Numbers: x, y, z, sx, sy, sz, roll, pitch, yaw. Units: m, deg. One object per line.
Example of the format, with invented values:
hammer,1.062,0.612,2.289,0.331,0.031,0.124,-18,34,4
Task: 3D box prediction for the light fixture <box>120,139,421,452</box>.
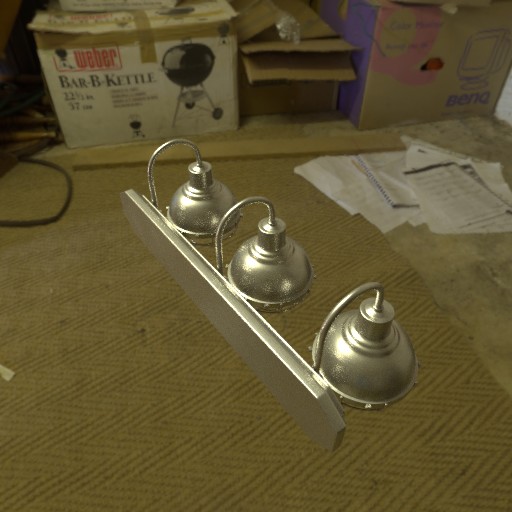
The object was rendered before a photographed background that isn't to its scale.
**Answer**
light fixture,0.000,0.000,0.773,0.229,0.254,0.634,-26,48,-26
